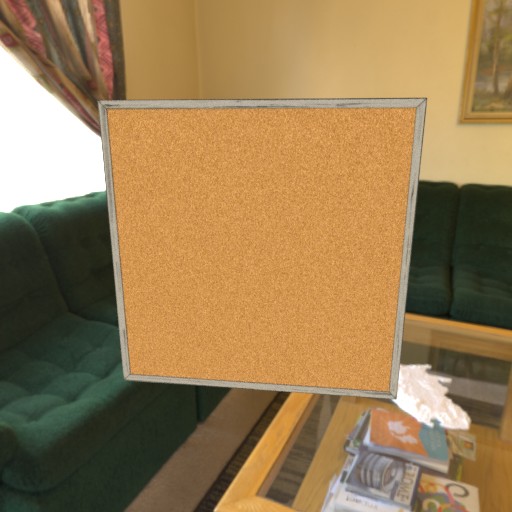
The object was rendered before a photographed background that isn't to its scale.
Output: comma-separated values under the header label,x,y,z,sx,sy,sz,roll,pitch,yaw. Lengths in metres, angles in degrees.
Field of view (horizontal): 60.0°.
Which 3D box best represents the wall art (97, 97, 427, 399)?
label,x,y,z,sx,sy,sz,roll,pitch,yaw
wall art,0.000,0.000,1.140,0.761,0.761,0.037,2,16,7
